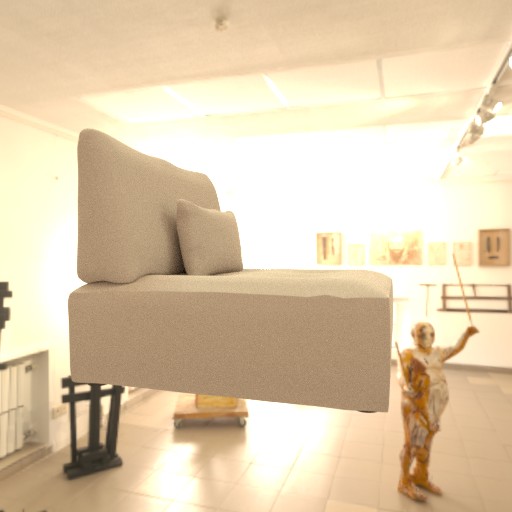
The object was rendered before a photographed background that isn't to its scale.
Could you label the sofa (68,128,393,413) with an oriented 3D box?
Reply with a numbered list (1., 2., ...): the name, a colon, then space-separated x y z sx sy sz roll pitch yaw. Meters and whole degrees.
1. sofa: 0.000 0.000 1.699 1.000 0.828 0.935 0 1 18
